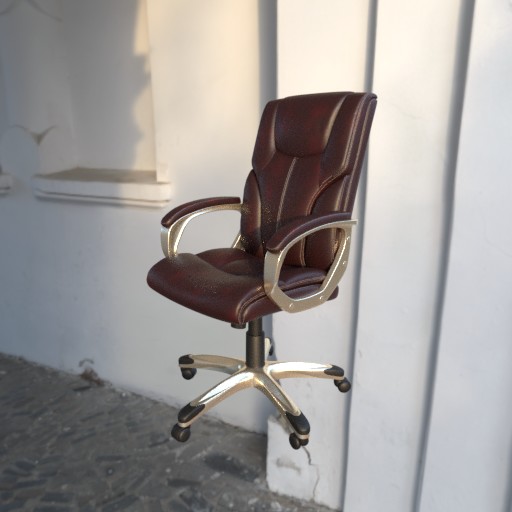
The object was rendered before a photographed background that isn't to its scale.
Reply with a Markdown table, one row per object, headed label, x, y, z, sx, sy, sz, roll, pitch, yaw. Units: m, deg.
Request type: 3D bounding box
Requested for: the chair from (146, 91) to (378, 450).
| label | x | y | z | sx | sy | sz | roll | pitch | yaw |
| --- | --- | --- | --- | --- | --- | --- | --- | --- | --- |
| chair | 0.000 | 0.000 | 1.537 | 0.739 | 1.107 | 0.662 | -14 | 21 | -43 |
